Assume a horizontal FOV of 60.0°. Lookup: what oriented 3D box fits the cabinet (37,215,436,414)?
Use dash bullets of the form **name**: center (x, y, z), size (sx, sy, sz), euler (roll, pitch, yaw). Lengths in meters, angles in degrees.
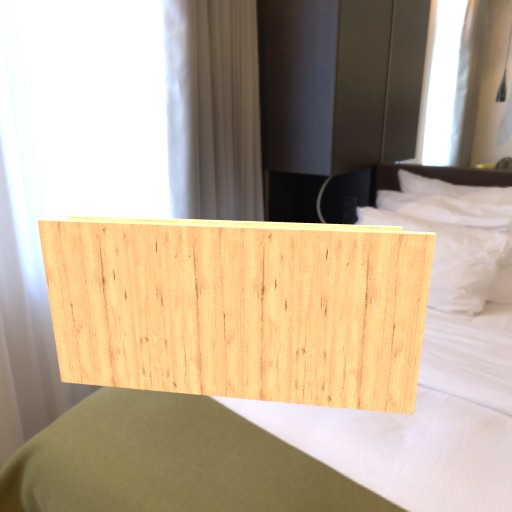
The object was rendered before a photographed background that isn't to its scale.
- **cabinet**: center (0.000, 0.000, 3.249), size (1.950, 0.970, 2.080), euler (3, 18, 8)
